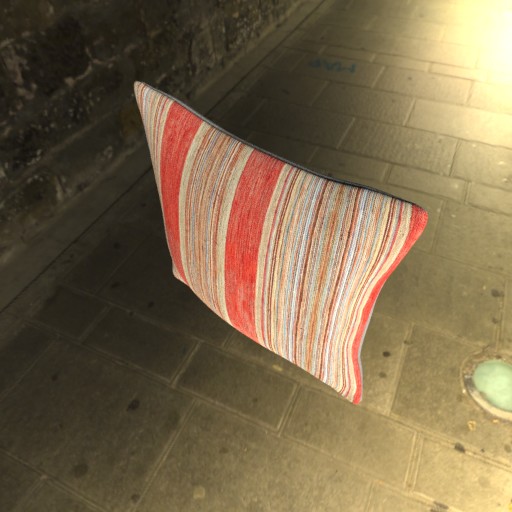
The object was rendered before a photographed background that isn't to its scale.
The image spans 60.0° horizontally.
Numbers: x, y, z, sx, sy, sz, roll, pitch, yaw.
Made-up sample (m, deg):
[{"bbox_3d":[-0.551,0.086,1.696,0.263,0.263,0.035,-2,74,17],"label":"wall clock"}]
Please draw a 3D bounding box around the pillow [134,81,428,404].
[{"bbox_3d":[0.000,0.000,0.664,0.437,0.419,0.136,31,54,26],"label":"pillow"}]
